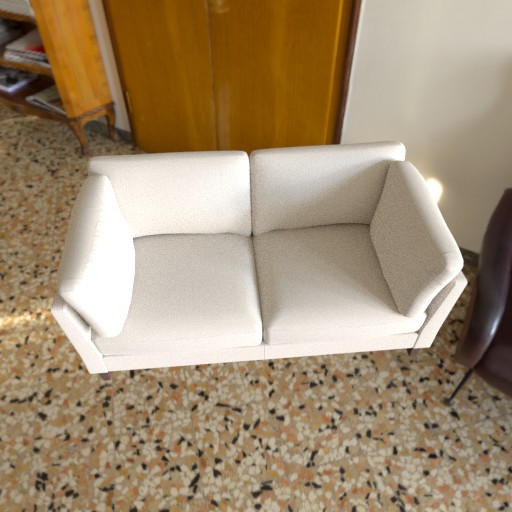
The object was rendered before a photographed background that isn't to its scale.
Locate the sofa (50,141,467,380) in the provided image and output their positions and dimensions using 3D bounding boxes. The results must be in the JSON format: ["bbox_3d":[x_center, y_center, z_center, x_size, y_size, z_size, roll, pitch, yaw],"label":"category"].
[{"bbox_3d":[0.000,0.000,2.316,1.776,0.836,0.970,-4,46,-4],"label":"sofa"}]
